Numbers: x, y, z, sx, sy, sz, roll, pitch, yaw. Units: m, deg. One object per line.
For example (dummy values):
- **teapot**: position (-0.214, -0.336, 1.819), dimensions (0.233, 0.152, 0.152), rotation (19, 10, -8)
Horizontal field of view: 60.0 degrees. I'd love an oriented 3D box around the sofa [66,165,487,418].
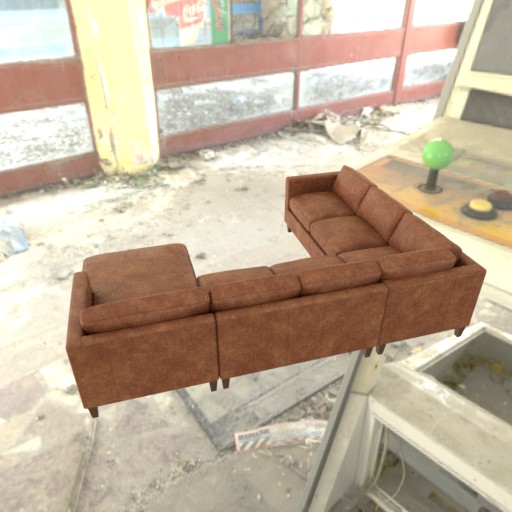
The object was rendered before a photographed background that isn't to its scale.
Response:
- **sofa**: position (0.000, 0.000, 4.452), dimensions (3.324, 0.888, 2.452), rotation (-9, 33, -14)
